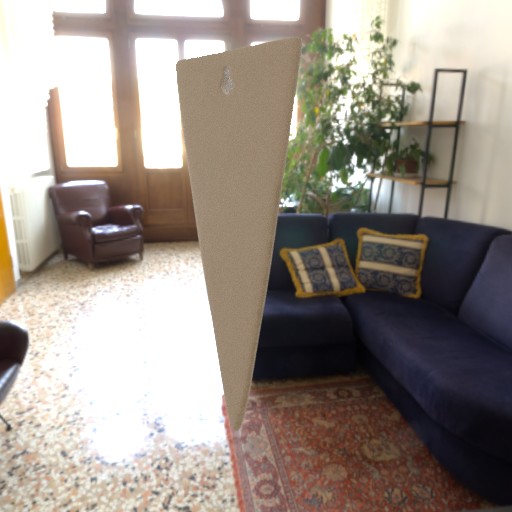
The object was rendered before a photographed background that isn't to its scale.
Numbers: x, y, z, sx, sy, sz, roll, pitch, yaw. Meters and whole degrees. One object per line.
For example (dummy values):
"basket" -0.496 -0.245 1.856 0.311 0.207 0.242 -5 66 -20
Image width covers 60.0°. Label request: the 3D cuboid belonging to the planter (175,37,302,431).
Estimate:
"planter" 0.000 0.000 0.404 0.065 0.338 0.143 -14 21 -43
